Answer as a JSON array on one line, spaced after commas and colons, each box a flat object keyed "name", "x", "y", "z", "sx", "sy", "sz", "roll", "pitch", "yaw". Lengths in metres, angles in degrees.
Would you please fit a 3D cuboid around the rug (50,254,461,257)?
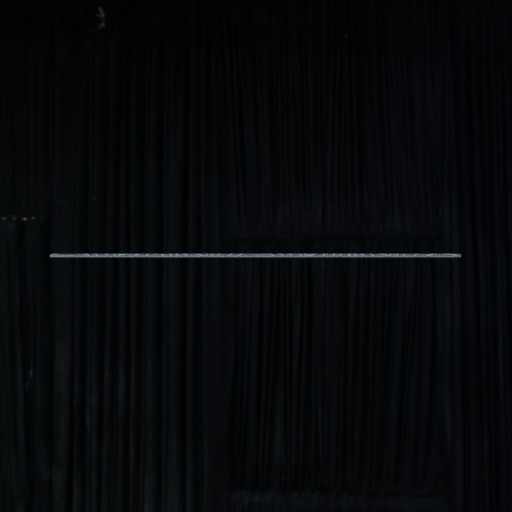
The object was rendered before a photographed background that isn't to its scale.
[{"name": "rug", "x": 0.000, "y": 0.000, "z": 4.146, "sx": 2.456, "sy": 0.021, "sz": 3.042, "roll": 0, "pitch": 0, "yaw": 0}]
